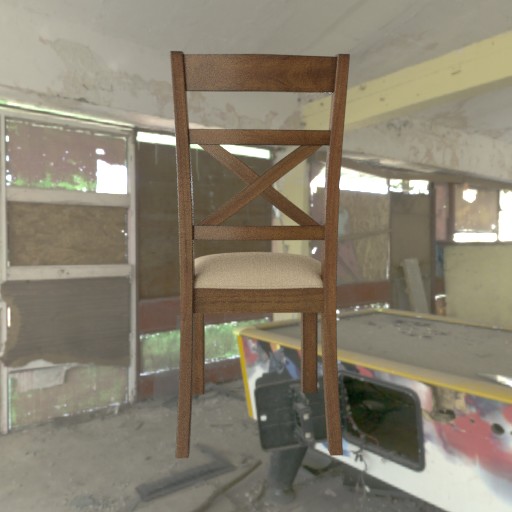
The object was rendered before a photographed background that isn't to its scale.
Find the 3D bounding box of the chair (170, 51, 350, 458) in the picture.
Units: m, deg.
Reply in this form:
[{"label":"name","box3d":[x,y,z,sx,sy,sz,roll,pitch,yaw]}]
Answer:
[{"label":"chair","box3d":[0.000,0.000,1.287,0.461,0.949,0.581,0,1,-2]}]
